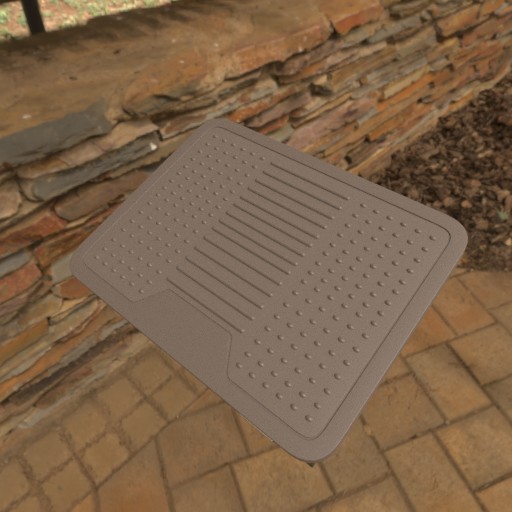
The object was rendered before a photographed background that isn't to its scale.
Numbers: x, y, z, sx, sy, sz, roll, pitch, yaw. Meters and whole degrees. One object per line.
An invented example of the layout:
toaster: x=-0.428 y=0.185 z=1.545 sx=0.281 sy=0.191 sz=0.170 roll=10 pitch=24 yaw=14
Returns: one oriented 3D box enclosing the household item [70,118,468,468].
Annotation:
household item: x=0.000 y=0.000 z=0.530 sx=0.390 sy=0.126 sz=0.301 roll=31 pitch=53 yaw=27
